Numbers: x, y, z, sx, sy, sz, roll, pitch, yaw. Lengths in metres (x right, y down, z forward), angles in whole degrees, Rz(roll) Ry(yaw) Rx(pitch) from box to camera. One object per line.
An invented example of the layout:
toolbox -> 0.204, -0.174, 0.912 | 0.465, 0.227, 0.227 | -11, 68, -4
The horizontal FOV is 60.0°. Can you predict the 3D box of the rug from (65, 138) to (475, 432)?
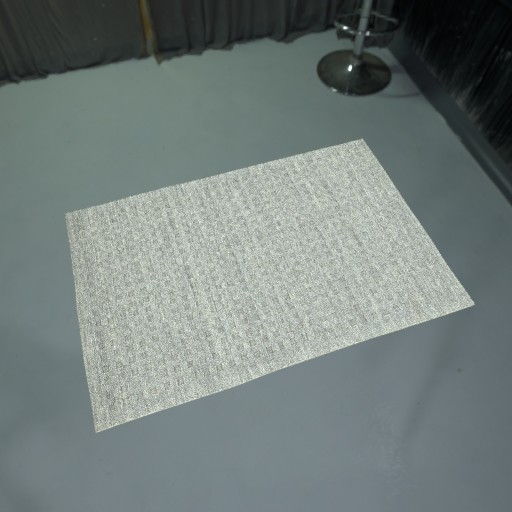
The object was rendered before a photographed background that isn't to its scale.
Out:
rug -> 0.000, 0.000, 2.893 | 2.297, 0.018, 1.532 | -16, 59, -10
